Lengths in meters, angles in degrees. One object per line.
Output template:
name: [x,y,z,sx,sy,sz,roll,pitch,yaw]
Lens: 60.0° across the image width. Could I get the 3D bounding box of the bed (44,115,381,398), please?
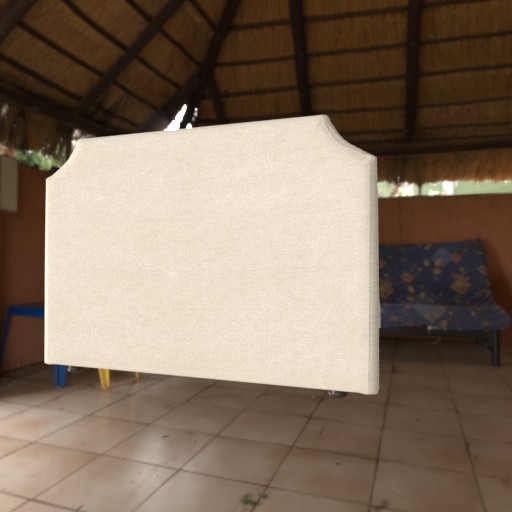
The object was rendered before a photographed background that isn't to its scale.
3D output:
bed: [0.000,0.000,3.232,1.828,1.297,2.164,0,0,18]
